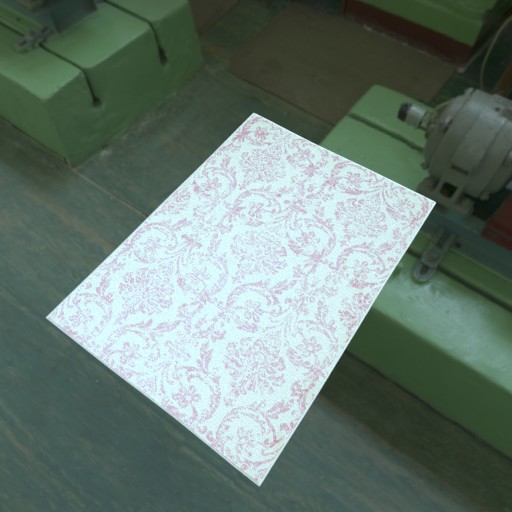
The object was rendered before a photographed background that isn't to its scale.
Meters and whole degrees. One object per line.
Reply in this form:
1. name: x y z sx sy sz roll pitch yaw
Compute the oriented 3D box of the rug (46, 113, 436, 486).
1. rug: 0.000 0.000 2.934 1.598 0.014 2.202 31 64 17
